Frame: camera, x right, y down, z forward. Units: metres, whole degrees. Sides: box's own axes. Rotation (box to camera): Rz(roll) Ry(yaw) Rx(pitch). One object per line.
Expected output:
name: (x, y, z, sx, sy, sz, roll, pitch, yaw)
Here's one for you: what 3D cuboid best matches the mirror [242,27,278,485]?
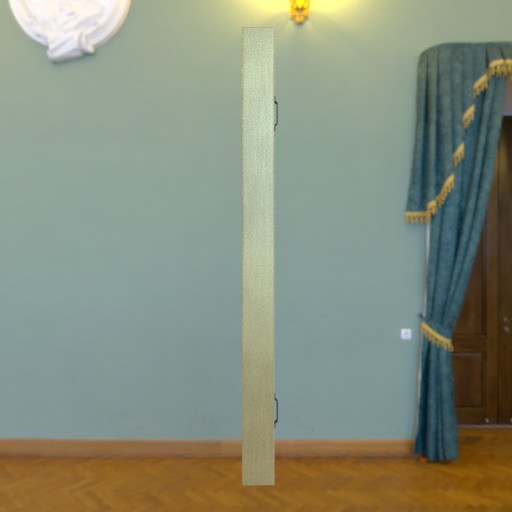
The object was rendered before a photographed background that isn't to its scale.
mirror: (0.000, 0.000, 0.695, 0.041, 0.509, 0.406, 0, 0, -1)
